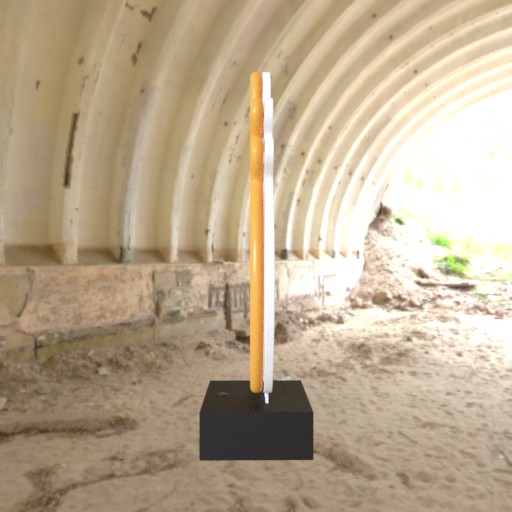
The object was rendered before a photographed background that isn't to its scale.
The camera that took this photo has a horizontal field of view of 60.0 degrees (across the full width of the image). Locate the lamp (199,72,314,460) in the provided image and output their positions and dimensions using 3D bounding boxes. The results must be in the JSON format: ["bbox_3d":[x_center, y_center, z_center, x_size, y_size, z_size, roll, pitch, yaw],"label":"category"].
[{"bbox_3d":[0.000,0.000,0.387,0.088,0.317,0.167,0,0,-1],"label":"lamp"}]
